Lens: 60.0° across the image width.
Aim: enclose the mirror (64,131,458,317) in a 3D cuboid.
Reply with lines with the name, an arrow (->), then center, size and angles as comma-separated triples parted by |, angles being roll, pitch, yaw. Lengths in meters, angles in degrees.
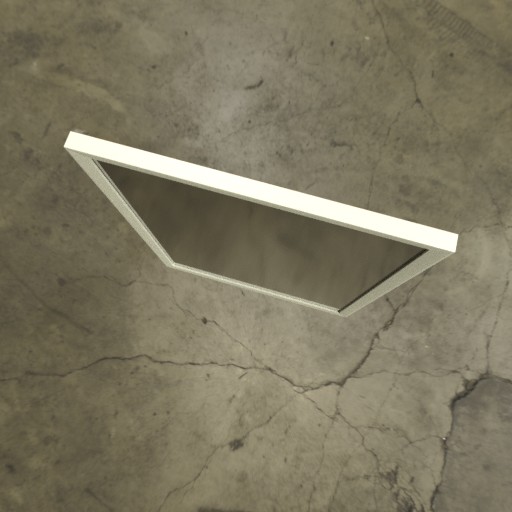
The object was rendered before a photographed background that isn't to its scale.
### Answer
mirror -> 0.000, 0.000, 1.325 | 0.762, 1.016, 0.040 | 16, 76, 4
